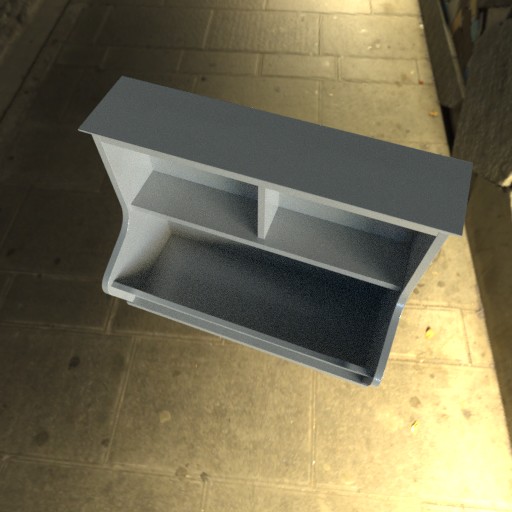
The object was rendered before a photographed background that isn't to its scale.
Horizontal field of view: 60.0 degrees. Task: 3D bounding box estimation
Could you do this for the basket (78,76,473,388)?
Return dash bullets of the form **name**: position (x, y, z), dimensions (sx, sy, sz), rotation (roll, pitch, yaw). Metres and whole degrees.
- **basket**: position (0.000, 0.000, 1.110), dimensions (0.780, 0.600, 0.350), rotation (17, 60, 10)
